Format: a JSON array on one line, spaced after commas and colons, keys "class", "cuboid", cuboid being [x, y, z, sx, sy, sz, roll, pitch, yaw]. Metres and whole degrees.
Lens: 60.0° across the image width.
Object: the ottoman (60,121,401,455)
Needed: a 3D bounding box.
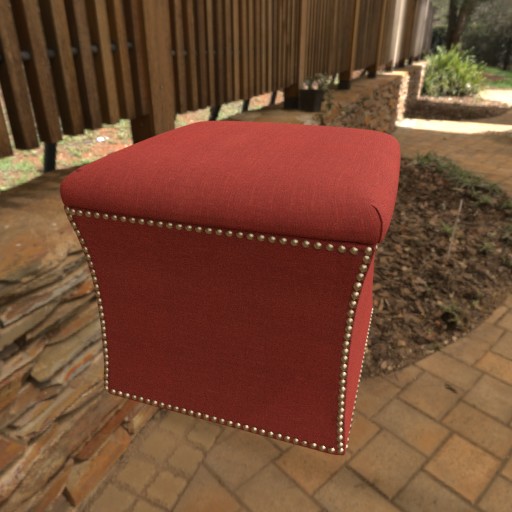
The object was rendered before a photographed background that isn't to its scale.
[{"class": "ottoman", "cuboid": [0.000, 0.000, 0.898, 0.507, 0.475, 0.497, 9, 28, 17]}]
